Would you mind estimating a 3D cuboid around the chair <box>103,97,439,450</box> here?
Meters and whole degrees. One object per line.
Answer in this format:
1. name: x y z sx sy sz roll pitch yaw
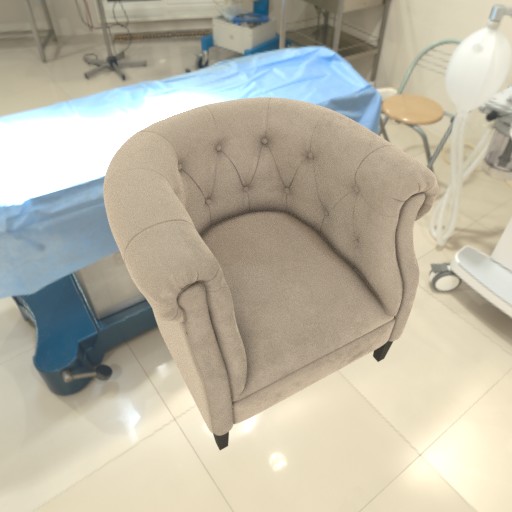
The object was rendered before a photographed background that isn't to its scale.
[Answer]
1. chair: 0.000 0.000 1.567 0.904 0.826 0.851 -22 49 -20
